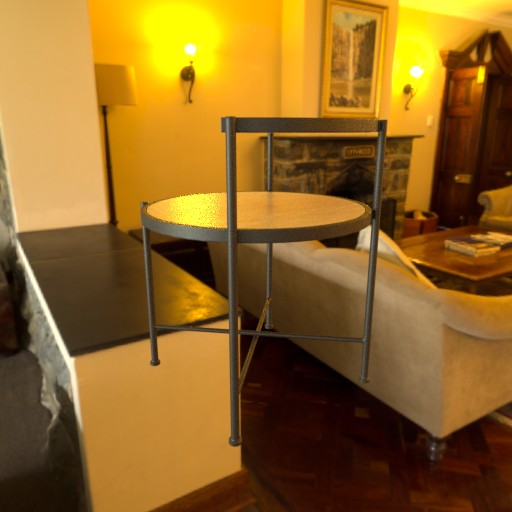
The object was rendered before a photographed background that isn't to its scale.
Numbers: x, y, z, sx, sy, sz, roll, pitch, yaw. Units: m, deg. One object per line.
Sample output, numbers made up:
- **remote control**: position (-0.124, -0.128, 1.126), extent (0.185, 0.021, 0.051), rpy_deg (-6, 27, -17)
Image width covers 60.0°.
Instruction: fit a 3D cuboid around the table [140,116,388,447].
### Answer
- **table**: position (0.000, 0.000, 1.167), extent (0.628, 0.684, 0.629), rpy_deg (2, 16, 8)
